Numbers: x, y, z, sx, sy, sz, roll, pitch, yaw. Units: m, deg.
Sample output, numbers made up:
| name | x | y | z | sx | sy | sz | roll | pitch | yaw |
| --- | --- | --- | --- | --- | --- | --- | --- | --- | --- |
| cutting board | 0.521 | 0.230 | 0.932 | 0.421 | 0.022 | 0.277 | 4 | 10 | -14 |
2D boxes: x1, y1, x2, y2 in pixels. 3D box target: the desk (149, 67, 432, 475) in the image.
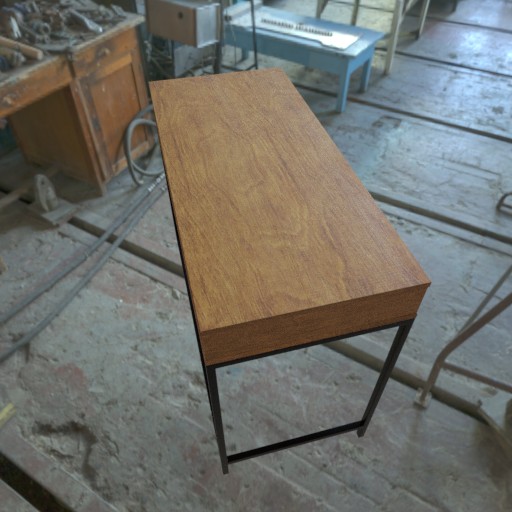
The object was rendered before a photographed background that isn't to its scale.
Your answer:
| name | x | y | z | sx | sy | sz | roll | pitch | yaw |
| --- | --- | --- | --- | --- | --- | --- | --- | --- | --- |
| desk | 0.000 | 0.000 | 1.441 | 0.470 | 0.762 | 1.016 | -11 | 47 | -10 |
